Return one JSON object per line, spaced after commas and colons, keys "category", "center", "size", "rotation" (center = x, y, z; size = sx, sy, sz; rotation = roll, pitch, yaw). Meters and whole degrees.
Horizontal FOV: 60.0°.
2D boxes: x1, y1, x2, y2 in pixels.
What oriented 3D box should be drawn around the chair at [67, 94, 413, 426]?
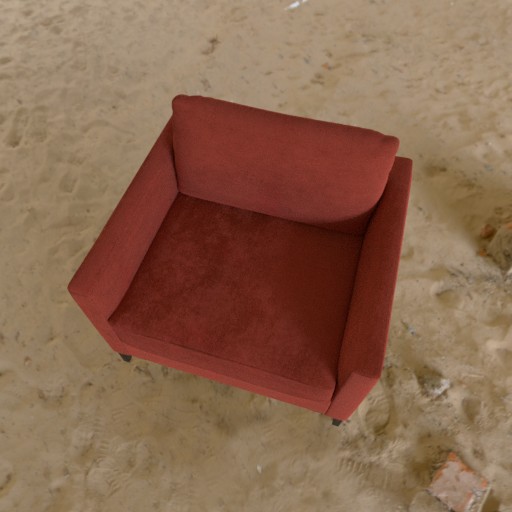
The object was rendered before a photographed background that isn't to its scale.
{"category": "chair", "center": [0.000, 0.000, 1.628], "size": [0.964, 0.812, 0.875], "rotation": [14, 58, 9]}
